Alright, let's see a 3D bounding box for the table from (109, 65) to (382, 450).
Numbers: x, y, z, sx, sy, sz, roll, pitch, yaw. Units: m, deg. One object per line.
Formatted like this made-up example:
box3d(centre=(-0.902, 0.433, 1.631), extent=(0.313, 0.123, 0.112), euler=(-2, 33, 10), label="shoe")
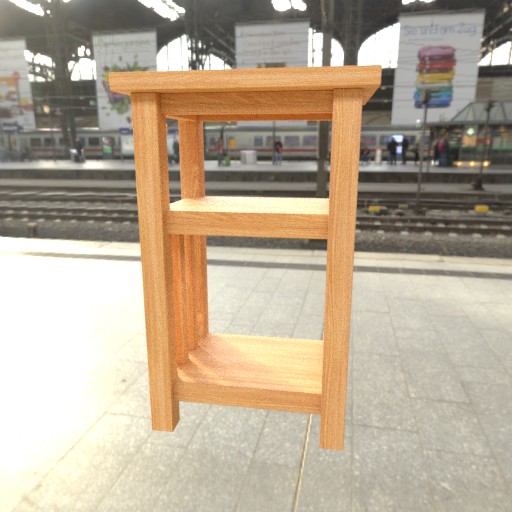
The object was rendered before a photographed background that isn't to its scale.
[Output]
box3d(centre=(0.000, 0.000, 0.751), extent=(0.350, 0.550, 0.270), euler=(2, 14, 9), label="table")
